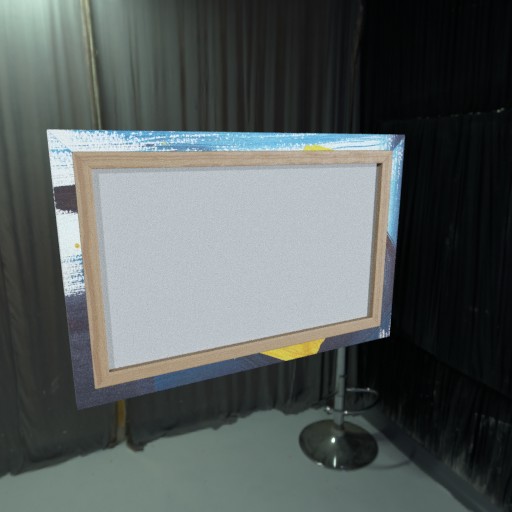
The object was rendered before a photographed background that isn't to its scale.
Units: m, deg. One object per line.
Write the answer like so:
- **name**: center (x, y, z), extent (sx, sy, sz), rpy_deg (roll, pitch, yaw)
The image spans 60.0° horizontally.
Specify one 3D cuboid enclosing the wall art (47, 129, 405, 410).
- **wall art**: center (0.000, 0.000, 1.139), extent (0.914, 0.610, 0.039), rpy_deg (-7, 15, -25)
